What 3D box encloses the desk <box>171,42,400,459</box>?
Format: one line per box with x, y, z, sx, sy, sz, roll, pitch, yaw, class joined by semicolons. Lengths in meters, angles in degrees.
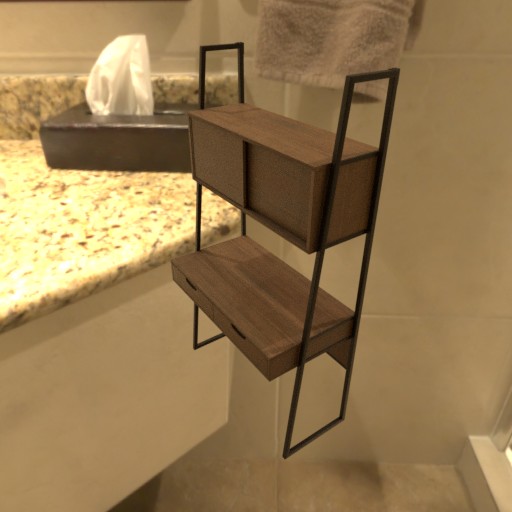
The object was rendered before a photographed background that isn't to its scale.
0.000;0.000;2.191;0.515;1.809;0.982;-20;37;-29;desk
